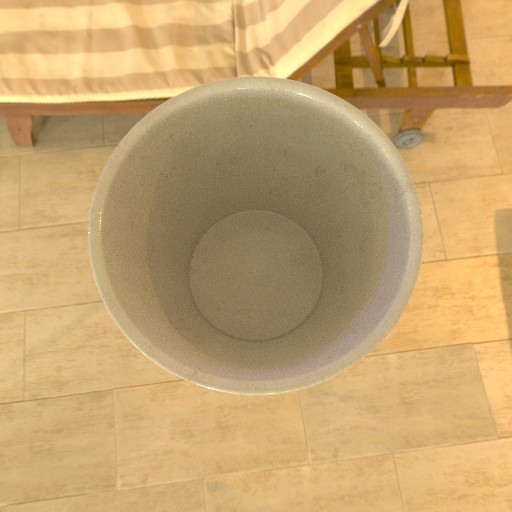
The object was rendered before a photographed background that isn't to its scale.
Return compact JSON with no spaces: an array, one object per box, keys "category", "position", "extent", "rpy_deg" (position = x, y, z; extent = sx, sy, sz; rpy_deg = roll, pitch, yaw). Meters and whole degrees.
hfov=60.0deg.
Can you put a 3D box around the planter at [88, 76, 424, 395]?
[{"category":"planter","position":[0.000,0.000,0.450],"extent":[0.260,0.220,0.260],"rpy_deg":[0,75,0]}]
